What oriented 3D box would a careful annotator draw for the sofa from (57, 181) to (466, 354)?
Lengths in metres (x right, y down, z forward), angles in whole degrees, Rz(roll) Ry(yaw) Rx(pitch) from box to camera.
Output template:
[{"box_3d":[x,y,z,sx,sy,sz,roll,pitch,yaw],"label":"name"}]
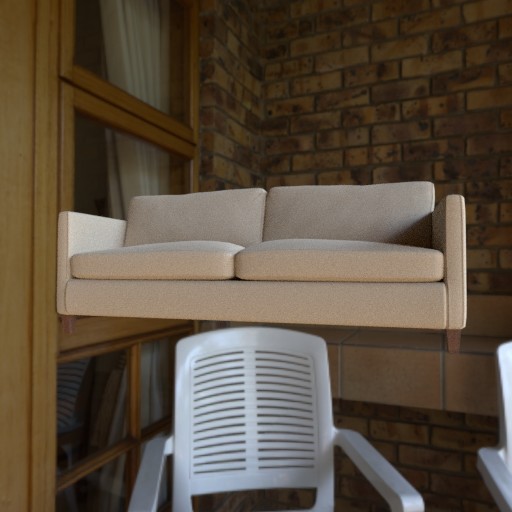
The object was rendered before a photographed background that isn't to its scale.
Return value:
[{"box_3d":[0.000,0.000,2.860,2.361,0.968,0.951,0,-1,17],"label":"sofa"}]
